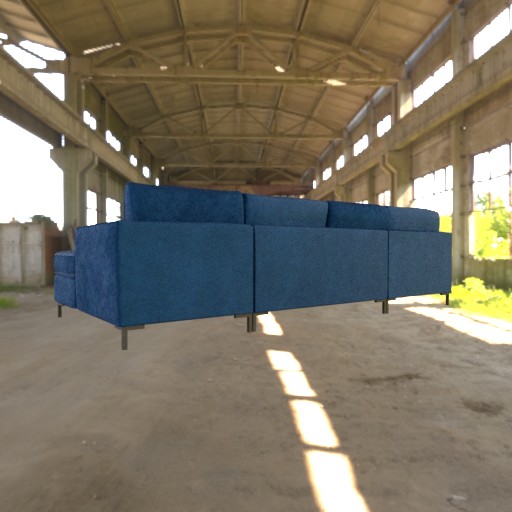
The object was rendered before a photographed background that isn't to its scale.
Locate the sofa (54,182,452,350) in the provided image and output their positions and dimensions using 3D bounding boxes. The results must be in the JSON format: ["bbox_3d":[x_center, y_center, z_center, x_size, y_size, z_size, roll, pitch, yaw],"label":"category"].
[{"bbox_3d":[0.000,0.000,4.266,3.434,0.992,2.055,-1,1,-36],"label":"sofa"}]
